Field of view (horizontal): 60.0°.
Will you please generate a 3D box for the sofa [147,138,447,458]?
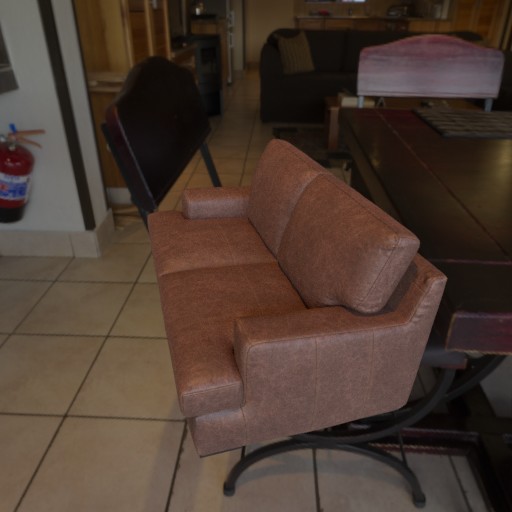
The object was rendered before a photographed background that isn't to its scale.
[{"bbox_3d":[0.000,0.000,2.566,1.143,0.939,1.880,-8,30,-14],"label":"sofa"}]
